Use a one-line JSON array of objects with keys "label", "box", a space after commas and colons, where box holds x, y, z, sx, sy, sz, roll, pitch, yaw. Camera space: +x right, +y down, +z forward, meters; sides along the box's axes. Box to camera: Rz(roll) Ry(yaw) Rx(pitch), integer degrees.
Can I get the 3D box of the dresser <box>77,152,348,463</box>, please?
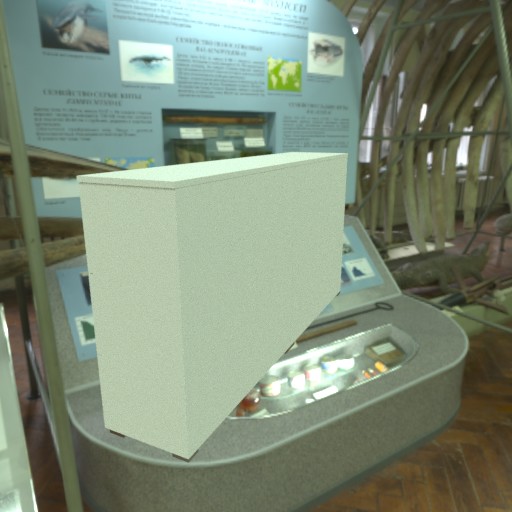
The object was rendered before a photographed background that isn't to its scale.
[{"label": "dresser", "box": [0.000, 0.000, 1.877, 0.333, 0.790, 1.535, 8, 17, 25]}]
